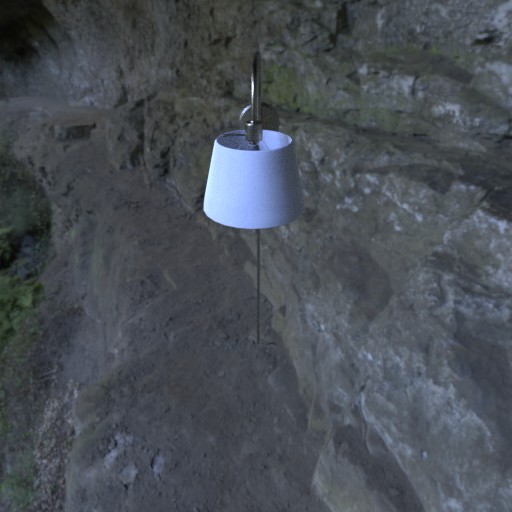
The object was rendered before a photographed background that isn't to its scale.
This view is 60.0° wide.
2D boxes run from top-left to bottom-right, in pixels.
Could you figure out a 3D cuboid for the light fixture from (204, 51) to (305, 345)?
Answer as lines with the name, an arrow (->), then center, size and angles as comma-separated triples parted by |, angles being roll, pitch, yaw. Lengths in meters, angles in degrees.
light fixture -> 0.000, 0.000, 0.480 | 0.092, 0.399, 0.176 | 1, 31, 2
